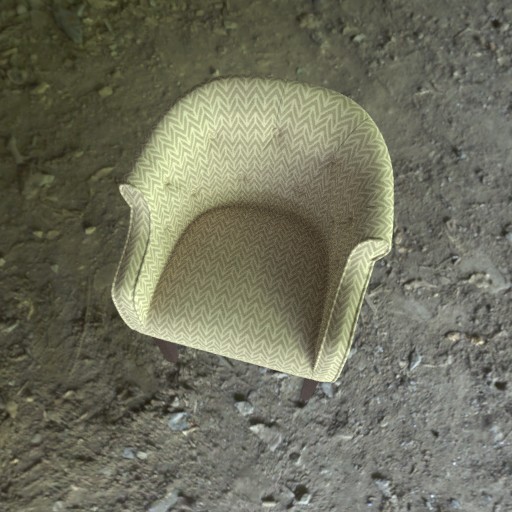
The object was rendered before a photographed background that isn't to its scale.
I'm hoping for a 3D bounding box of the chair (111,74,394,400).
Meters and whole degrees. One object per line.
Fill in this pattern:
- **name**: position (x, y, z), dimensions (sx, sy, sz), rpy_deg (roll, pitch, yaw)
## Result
- **chair**: position (0.000, 0.000, 1.343), dimensions (0.686, 0.858, 0.613), rpy_deg (13, 59, 8)
